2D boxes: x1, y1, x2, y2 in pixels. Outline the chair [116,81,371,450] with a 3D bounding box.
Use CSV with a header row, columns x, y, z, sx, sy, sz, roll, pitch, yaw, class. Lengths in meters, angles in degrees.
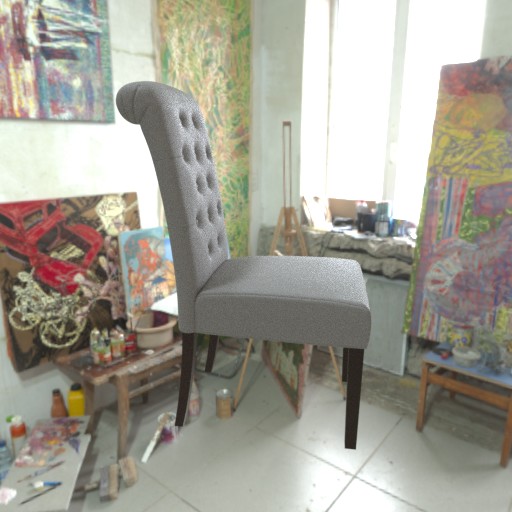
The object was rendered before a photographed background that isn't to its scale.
x,y,z,sx,sy,sz,roll,pitch,yaw,class
0.000,0.000,1.373,0.671,1.006,0.456,2,15,9,chair
